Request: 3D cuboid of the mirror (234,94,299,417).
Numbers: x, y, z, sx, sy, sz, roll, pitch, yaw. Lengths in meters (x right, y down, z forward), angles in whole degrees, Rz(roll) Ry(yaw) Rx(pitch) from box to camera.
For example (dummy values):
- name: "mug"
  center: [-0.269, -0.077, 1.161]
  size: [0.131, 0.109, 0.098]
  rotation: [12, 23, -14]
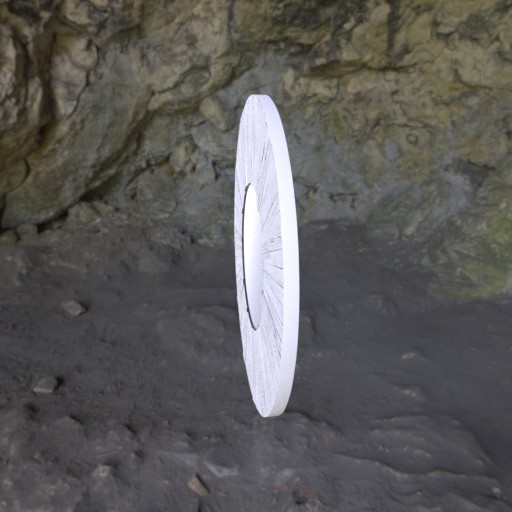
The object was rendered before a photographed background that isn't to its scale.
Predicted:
- name: "mirror"
  center: [0.000, 0.000, 1.338]
  size: [0.038, 0.914, 0.914]
  rotation: [-2, 15, -9]
